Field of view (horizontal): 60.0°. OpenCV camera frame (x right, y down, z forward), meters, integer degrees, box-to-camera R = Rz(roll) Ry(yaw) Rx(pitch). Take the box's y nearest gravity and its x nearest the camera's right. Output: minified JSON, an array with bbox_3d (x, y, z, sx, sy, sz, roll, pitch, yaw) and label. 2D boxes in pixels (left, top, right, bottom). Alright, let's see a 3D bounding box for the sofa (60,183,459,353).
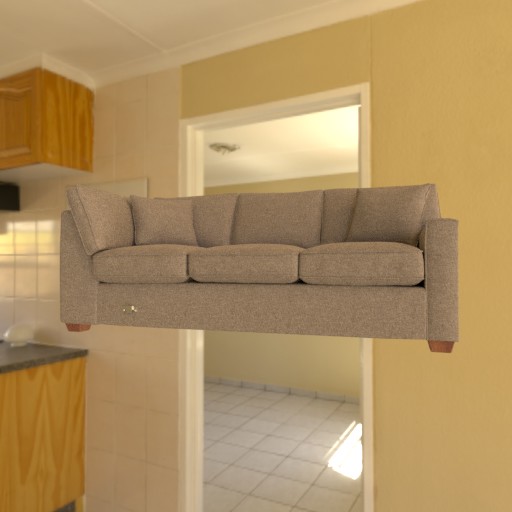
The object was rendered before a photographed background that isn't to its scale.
[{"bbox_3d":[0.000,0.000,2.884,2.317,0.962,1.061,0,-1,18],"label":"sofa"}]
